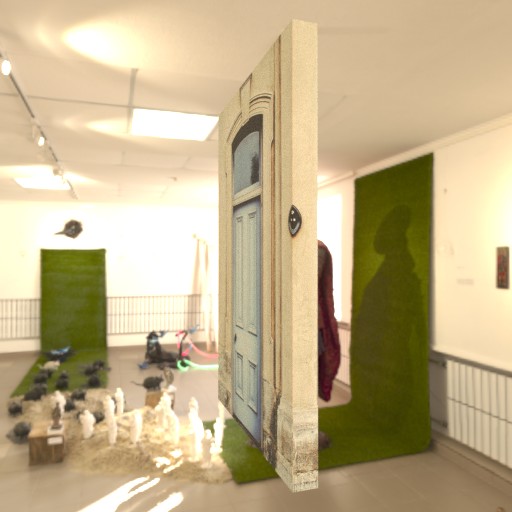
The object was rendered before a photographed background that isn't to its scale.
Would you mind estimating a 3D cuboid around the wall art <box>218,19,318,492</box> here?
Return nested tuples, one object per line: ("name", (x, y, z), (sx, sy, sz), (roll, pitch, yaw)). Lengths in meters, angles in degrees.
("wall art", (0.000, 0.000, 0.765), (0.036, 0.607, 0.403), (0, -1, -18))
